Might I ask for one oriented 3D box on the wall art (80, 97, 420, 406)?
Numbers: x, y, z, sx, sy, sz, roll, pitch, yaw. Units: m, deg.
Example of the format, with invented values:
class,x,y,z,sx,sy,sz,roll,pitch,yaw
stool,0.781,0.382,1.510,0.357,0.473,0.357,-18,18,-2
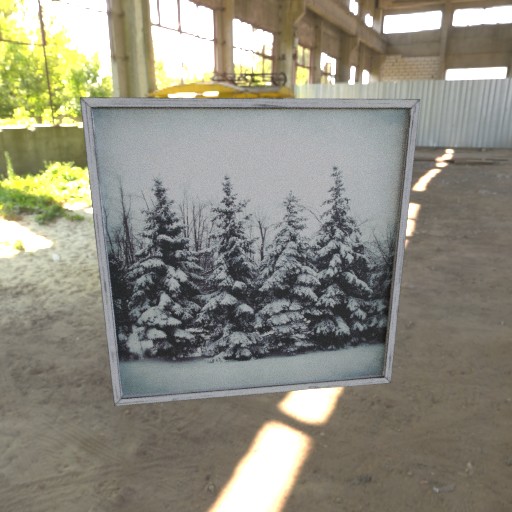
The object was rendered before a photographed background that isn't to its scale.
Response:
class,x,y,z,sx,sy,sz,roll,pitch,yaw
wall art,0.000,0.000,0.454,0.303,0.303,0.036,-2,17,-8
